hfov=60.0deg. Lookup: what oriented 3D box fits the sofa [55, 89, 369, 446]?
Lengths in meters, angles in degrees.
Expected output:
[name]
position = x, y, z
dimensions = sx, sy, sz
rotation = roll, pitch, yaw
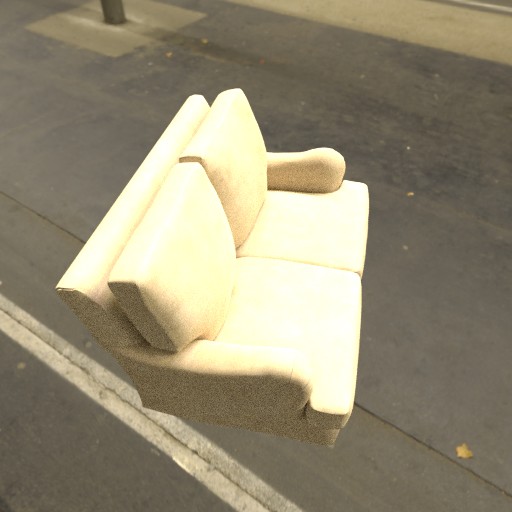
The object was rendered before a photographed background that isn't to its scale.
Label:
[sofa]
position = 0.000, 0.000, 2.213
dimensions = 1.086, 1.087, 1.498
rotation = 9, 47, 9
